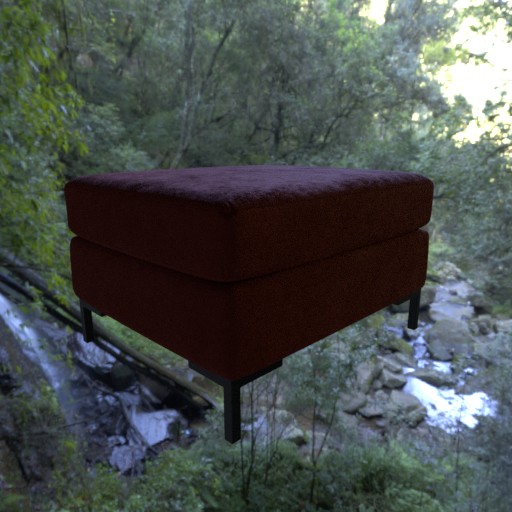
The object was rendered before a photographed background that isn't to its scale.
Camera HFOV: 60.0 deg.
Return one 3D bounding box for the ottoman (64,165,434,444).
[{"bbox_3d":[0.000,0.000,1.205,0.650,0.462,0.782,14,20,43],"label":"ottoman"}]
